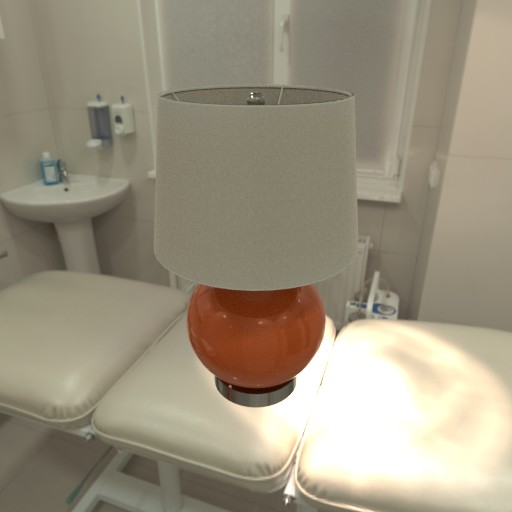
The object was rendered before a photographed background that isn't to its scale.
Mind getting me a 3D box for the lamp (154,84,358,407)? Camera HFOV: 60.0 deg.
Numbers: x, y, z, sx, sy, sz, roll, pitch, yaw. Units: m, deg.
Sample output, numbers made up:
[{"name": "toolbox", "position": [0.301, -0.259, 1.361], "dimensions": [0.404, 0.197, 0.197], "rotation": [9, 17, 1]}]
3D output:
[{"name": "lamp", "position": [0.000, 0.000, 0.555], "dimensions": [0.247, 0.387, 0.247], "rotation": [0, 26, 0]}]
